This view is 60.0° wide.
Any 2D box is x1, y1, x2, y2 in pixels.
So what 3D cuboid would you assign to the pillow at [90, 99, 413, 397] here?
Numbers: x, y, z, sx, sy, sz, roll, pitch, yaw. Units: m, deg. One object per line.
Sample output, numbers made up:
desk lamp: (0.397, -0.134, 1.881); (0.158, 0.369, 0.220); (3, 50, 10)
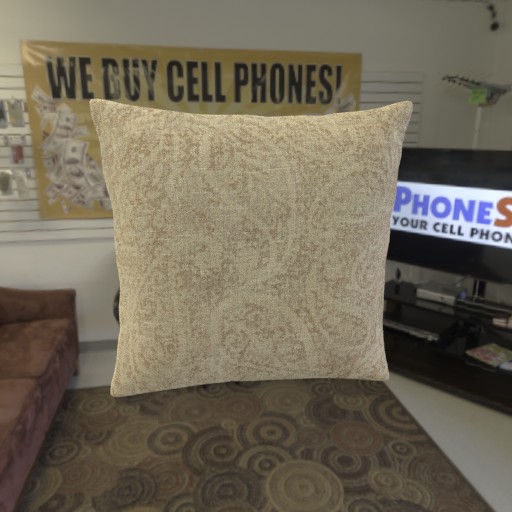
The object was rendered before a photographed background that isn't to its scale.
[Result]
pillow: (0.000, 0.000, 0.764); (0.523, 0.510, 0.166); (-2, 15, -7)
